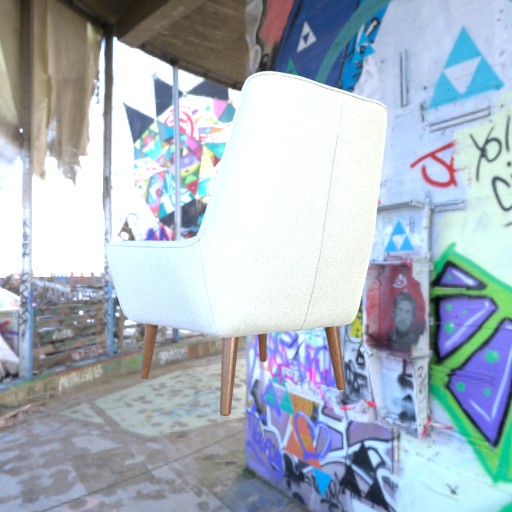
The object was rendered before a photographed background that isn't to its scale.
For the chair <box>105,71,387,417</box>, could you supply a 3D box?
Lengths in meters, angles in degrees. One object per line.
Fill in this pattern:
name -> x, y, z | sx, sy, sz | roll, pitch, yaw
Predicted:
chair -> 0.000, 0.000, 1.487 | 0.787, 0.888, 0.822 | 1, -2, -35
